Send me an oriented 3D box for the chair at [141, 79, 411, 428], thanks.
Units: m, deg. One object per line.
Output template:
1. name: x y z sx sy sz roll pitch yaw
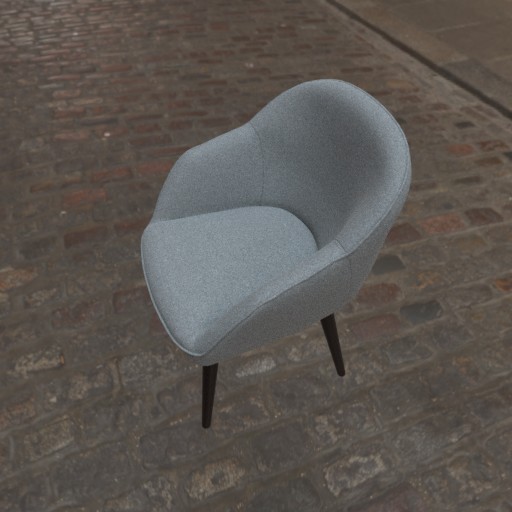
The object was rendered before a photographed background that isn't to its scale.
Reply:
1. chair: 0.000 0.000 1.236 0.611 0.810 0.589 -16 49 -15
